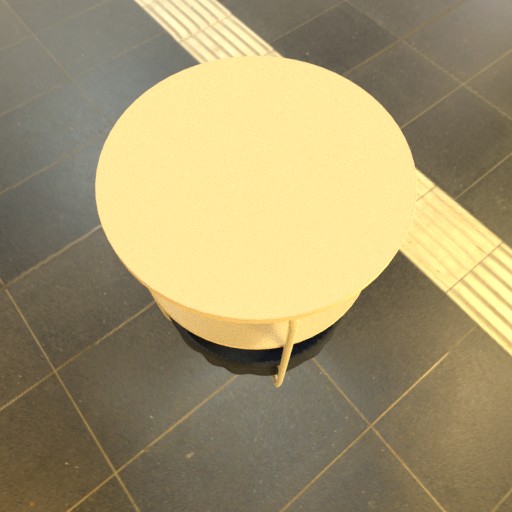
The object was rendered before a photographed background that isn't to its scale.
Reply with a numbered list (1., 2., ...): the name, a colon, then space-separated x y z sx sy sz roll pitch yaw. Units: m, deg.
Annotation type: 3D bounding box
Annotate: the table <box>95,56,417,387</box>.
1. table: 0.000 0.000 0.822 0.418 0.532 0.418 29 67 13
